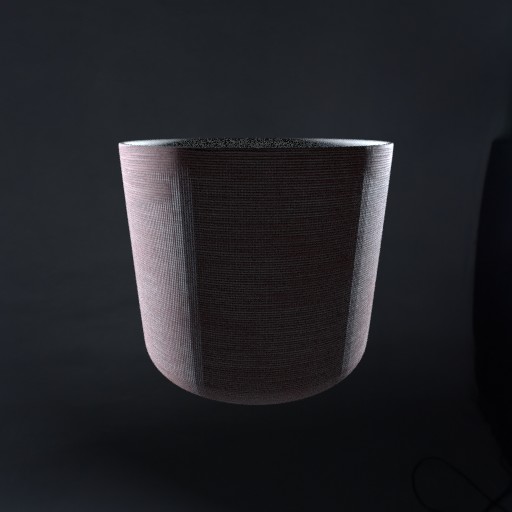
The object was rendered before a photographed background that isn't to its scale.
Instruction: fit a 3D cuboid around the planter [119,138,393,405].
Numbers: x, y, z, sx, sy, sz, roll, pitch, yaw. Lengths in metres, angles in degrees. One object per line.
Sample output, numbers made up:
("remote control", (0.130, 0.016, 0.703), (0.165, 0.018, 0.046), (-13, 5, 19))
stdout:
("planter", (0.000, 0.000, 0.796), (0.440, 0.398, 0.440), (0, 16, 0))
